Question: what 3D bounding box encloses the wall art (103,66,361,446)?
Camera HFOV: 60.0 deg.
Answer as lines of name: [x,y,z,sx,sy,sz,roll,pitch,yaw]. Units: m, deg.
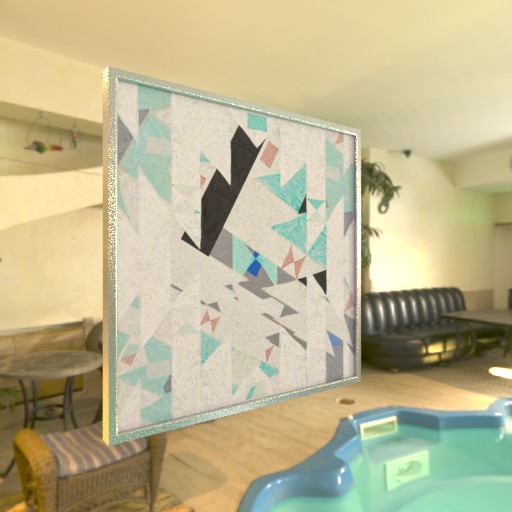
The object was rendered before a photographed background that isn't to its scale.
wall art: [0.000,0.000,1.196,0.806,0.806,0.038,0,0,-36]
